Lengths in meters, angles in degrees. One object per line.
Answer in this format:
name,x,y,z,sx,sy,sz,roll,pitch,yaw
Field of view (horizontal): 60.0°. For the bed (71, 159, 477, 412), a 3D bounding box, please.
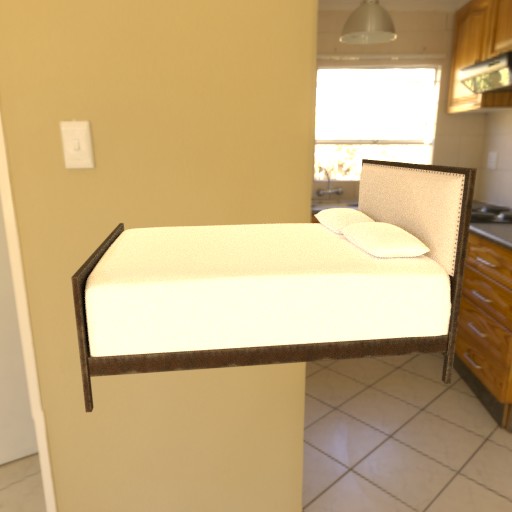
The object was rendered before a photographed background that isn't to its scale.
bed,0.000,0.000,3.213,2.221,1.313,1.607,-2,14,-8
